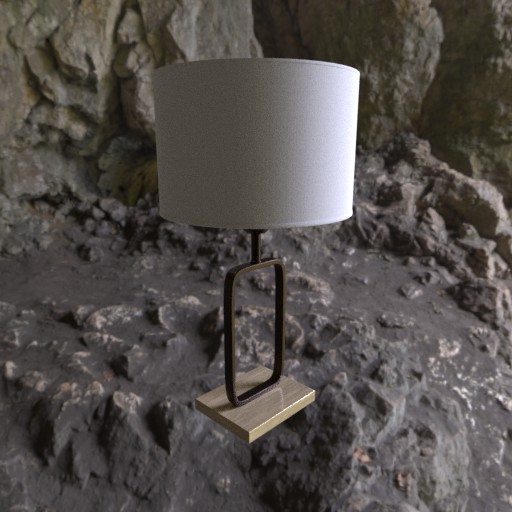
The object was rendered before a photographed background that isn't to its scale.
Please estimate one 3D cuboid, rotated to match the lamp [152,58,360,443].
[{"bbox_3d":[0.000,0.000,0.671,0.279,0.508,0.279,14,20,43],"label":"lamp"}]
